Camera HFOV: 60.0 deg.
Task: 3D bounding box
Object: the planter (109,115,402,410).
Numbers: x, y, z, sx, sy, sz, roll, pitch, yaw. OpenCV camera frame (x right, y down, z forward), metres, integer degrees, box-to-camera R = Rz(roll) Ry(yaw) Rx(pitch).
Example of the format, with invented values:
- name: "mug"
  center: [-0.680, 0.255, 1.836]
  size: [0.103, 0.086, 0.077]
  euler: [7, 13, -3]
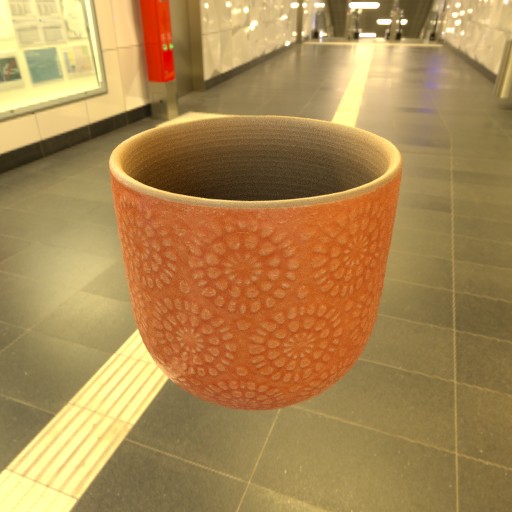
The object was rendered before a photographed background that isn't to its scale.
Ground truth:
- name: "planter"
  center: [0.000, 0.000, 0.290]
  size: [0.170, 0.152, 0.170]
  euler: [0, 30, 0]
